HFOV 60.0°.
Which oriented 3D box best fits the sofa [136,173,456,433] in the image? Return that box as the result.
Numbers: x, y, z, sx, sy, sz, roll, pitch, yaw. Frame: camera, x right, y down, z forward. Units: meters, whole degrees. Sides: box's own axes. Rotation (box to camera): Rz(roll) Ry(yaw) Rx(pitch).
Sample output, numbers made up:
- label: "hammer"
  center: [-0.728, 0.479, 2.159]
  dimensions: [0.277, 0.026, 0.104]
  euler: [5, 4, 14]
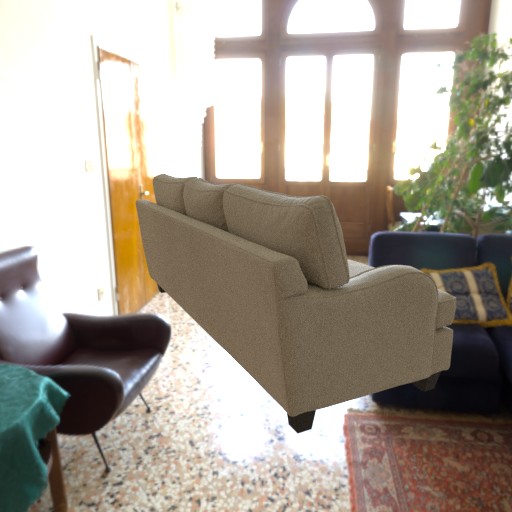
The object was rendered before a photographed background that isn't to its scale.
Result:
- label: "sofa"
  center: [0.000, 0.000, 2.852]
  dimensions: [1.016, 0.991, 2.323]
  euler: [-7, 15, -26]
